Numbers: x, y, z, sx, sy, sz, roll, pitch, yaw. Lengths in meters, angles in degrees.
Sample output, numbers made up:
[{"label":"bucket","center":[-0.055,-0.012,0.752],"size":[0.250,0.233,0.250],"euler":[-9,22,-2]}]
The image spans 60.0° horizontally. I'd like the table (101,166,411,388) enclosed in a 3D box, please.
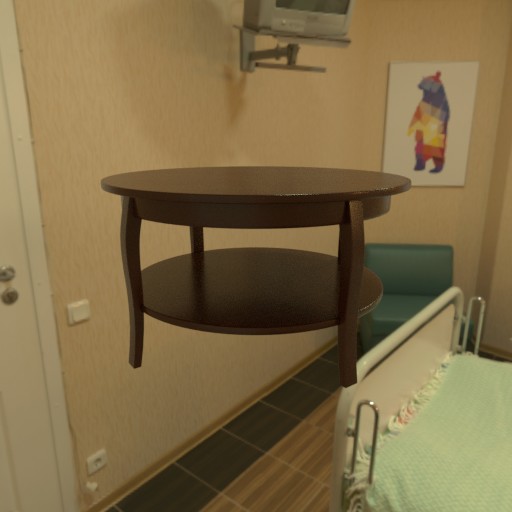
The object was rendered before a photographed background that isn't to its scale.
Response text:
[{"label":"table","center":[0.000,0.000,1.436],"size":[0.911,0.512,0.911],"euler":[0,15,0]}]
